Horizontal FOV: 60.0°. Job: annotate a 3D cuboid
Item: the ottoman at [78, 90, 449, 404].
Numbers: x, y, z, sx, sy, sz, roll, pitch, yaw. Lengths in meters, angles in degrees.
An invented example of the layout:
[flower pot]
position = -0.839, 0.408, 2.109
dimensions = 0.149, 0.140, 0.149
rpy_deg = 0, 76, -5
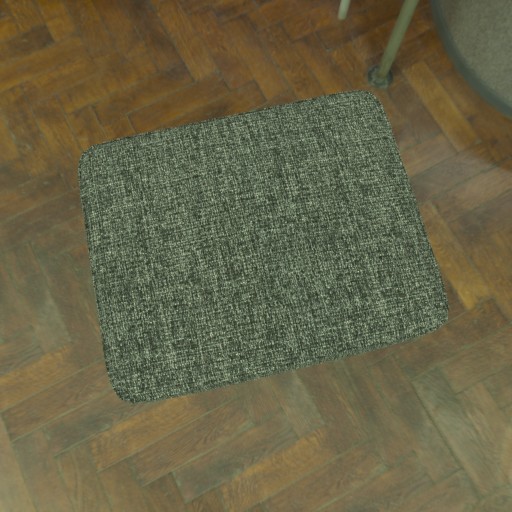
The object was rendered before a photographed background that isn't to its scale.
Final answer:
[ottoman]
position = 0.000, 0.000, 1.142
dimensions = 0.738, 0.537, 0.589
rpy_deg = -13, 77, -3
